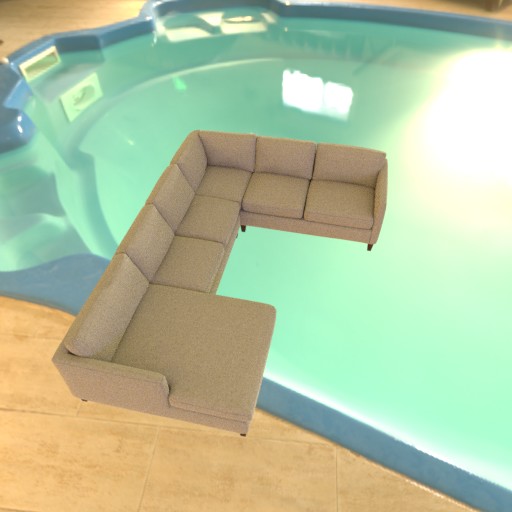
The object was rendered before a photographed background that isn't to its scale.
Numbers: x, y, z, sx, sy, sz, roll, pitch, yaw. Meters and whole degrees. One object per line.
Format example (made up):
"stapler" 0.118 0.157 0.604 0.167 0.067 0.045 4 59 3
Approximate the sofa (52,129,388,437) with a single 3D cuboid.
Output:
"sofa" 0.000 0.000 4.612 2.593 0.959 3.460 9 47 9
